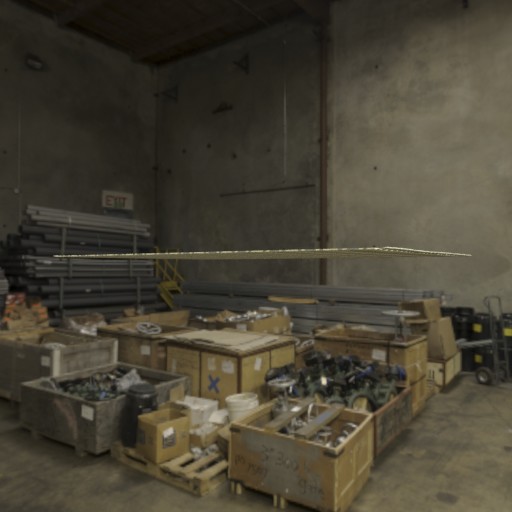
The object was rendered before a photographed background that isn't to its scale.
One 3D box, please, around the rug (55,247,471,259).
[{"bbox_3d":[0.000,0.000,3.013,2.410,0.011,1.539,-1,-2,36],"label":"rug"}]
